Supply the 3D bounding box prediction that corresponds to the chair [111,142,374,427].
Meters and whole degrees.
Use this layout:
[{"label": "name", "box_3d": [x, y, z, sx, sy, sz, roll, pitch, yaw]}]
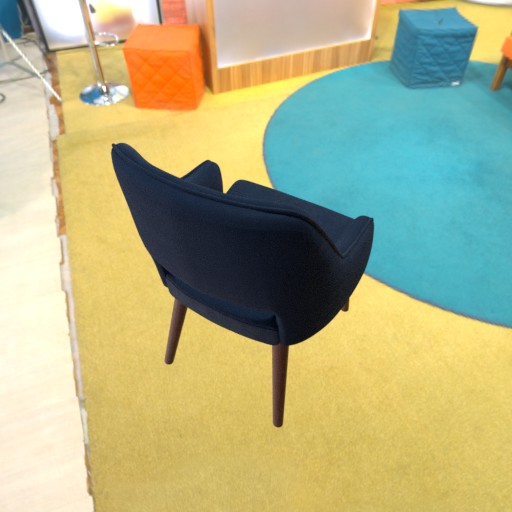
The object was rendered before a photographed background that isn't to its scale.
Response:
[{"label": "chair", "box_3d": [0.000, 0.000, 1.241, 0.559, 0.844, 0.591, 23, 50, 21]}]
